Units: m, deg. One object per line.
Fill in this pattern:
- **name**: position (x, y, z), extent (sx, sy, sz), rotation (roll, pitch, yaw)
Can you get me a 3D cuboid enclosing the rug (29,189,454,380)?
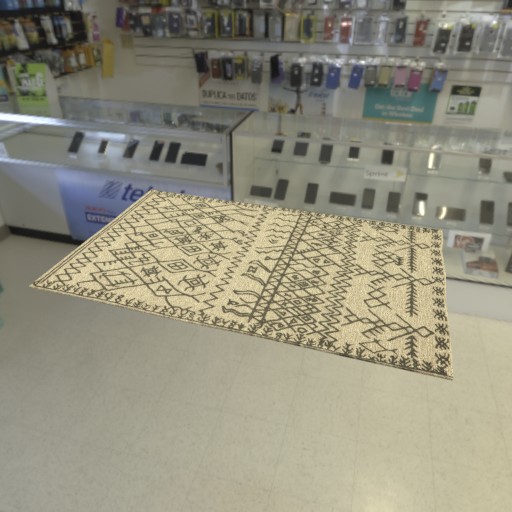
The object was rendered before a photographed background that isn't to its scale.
- **rug**: position (0.000, 0.000, 3.019), extent (2.444, 0.012, 1.530), rotation (10, 34, 15)
